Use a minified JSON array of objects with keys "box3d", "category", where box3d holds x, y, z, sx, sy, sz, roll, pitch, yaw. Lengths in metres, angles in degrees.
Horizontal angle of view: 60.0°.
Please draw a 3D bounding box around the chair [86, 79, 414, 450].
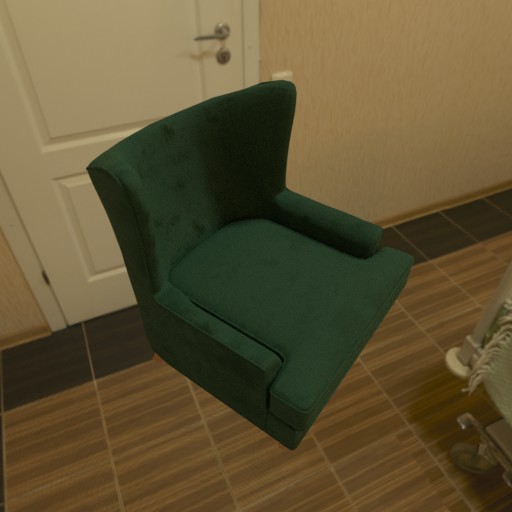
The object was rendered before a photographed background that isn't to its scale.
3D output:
[{"box3d":[0.000,0.000,1.573,0.910,0.952,0.793,26,48,26],"category":"chair"}]
